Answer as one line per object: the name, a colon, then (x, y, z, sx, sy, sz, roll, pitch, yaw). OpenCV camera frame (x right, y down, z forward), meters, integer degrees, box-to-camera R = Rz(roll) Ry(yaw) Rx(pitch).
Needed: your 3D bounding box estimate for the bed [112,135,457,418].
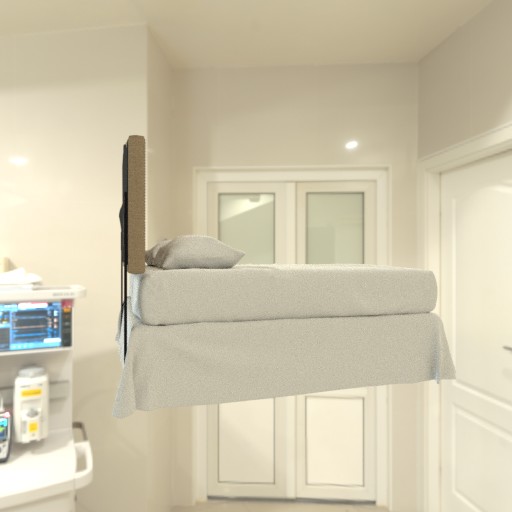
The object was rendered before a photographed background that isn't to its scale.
bed: (0.000, 0.000, 3.630, 2.222, 1.651, 2.311, 0, 0, -17)
